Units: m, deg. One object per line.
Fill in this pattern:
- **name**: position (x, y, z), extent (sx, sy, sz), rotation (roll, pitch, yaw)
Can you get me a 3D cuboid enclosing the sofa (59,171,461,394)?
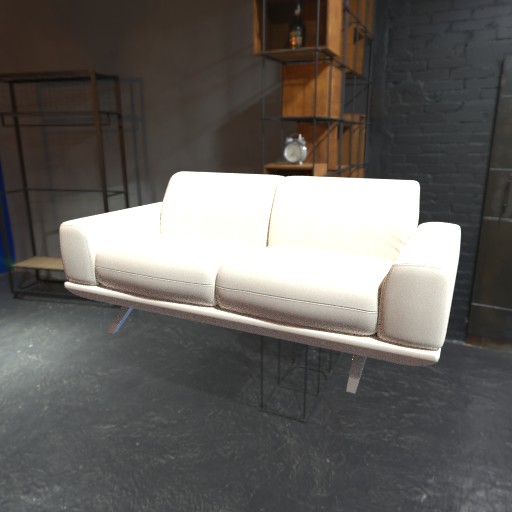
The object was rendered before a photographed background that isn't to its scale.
- **sofa**: position (0.000, 0.000, 2.306), extent (1.901, 0.772, 0.900), rotation (7, 17, 25)
